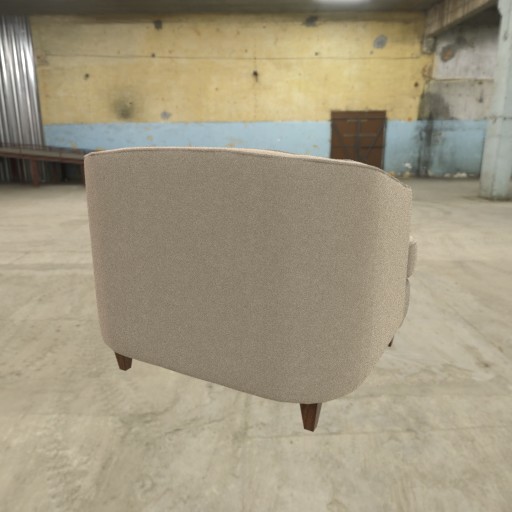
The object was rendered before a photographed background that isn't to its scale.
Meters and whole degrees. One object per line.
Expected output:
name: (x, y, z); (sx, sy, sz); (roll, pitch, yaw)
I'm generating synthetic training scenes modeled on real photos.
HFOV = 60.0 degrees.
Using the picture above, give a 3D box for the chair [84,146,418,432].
chair: (0.000, 0.000, 1.756); (1.104, 0.852, 0.941); (8, 17, 27)
